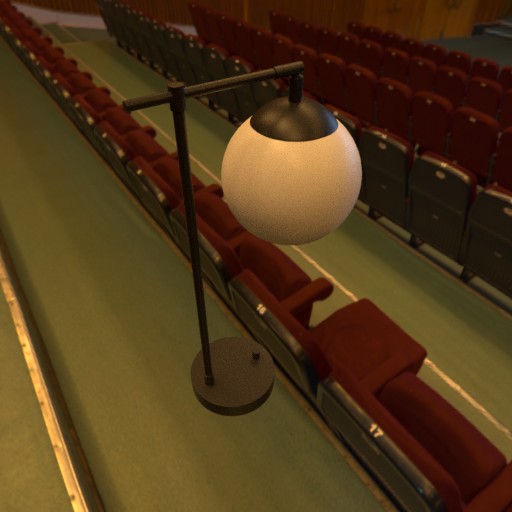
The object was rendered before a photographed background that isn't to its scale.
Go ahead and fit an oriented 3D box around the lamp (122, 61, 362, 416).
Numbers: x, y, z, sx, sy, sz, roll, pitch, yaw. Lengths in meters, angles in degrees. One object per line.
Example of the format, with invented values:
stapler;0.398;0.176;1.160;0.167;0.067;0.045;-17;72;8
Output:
lamp;0.000;0.000;0.682;0.316;0.559;0.197;-23;45;-25
